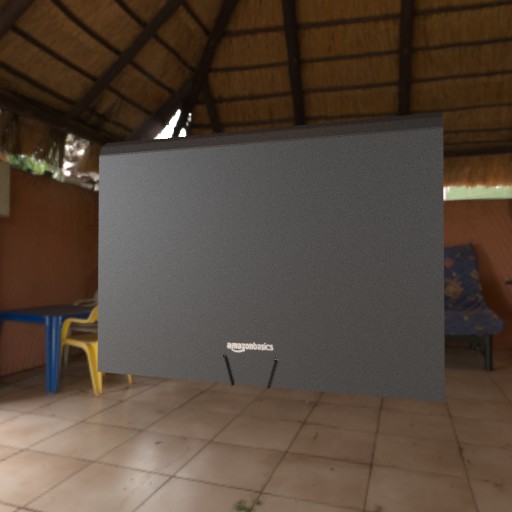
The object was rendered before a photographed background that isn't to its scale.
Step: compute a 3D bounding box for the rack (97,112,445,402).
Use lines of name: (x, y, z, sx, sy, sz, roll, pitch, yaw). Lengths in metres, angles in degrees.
rack: (0.000, 0.000, 0.425, 0.330, 0.241, 0.041, 0, -1, 17)
